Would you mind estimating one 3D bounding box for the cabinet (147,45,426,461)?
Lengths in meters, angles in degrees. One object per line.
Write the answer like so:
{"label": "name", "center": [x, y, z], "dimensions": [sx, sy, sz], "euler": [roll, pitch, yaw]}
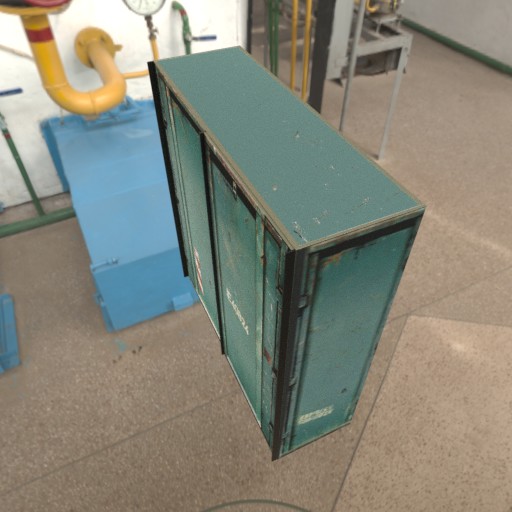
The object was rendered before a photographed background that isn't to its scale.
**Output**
{"label": "cabinet", "center": [0.000, 0.000, 3.202], "dimensions": [0.680, 2.160, 2.000], "euler": [-18, 48, -17]}
